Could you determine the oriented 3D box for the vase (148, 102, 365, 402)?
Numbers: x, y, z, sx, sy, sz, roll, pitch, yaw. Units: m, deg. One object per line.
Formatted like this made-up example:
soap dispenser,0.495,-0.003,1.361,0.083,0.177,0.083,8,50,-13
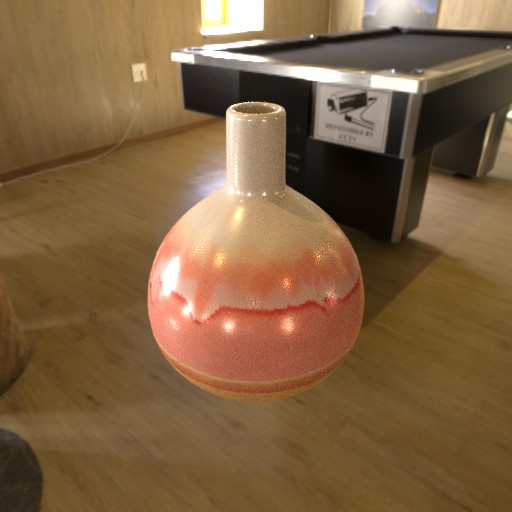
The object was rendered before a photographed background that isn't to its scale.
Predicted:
vase,0.000,0.000,0.272,0.137,0.176,0.137,0,31,0
